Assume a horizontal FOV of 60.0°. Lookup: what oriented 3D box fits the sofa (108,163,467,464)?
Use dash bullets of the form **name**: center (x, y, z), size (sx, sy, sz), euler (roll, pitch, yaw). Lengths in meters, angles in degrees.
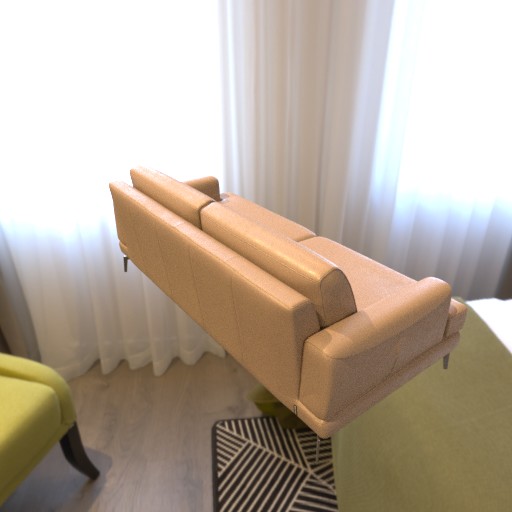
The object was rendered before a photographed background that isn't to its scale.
- **sofa**: center (0.000, 0.000, 2.411), size (0.974, 0.765, 1.940), euler (-19, 33, -32)
